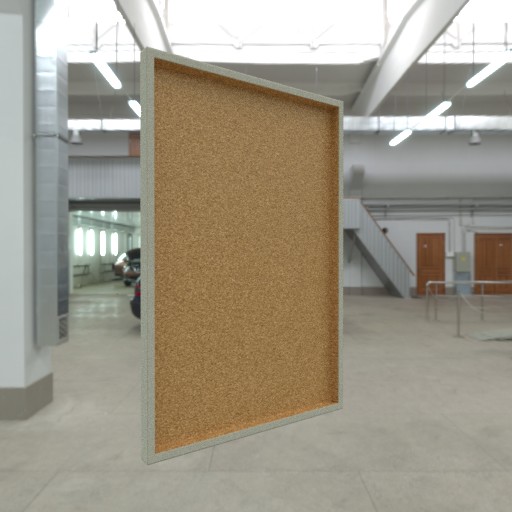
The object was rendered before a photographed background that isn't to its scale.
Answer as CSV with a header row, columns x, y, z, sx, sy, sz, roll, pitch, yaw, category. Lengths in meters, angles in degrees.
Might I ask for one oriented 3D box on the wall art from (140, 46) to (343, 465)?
x,y,z,sx,sy,sz,roll,pitch,yaw,category
0.000,0.000,1.160,0.610,0.914,0.038,0,1,-35,wall art
